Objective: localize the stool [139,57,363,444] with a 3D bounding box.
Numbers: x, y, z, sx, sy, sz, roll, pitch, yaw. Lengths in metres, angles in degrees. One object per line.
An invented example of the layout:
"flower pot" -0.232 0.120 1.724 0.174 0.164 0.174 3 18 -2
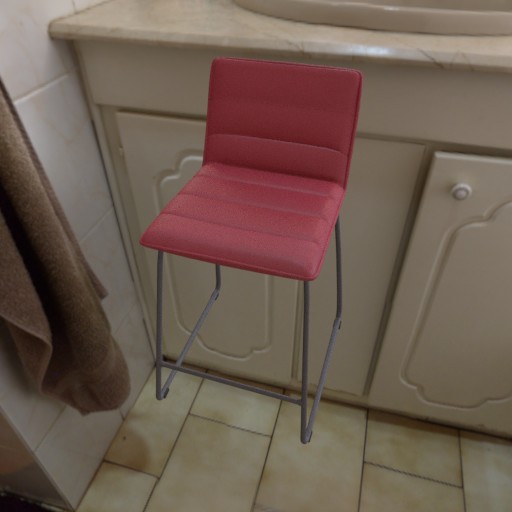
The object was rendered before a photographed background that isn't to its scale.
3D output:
"stool" 0.000 0.000 1.190 0.489 0.866 0.524 12 41 14
